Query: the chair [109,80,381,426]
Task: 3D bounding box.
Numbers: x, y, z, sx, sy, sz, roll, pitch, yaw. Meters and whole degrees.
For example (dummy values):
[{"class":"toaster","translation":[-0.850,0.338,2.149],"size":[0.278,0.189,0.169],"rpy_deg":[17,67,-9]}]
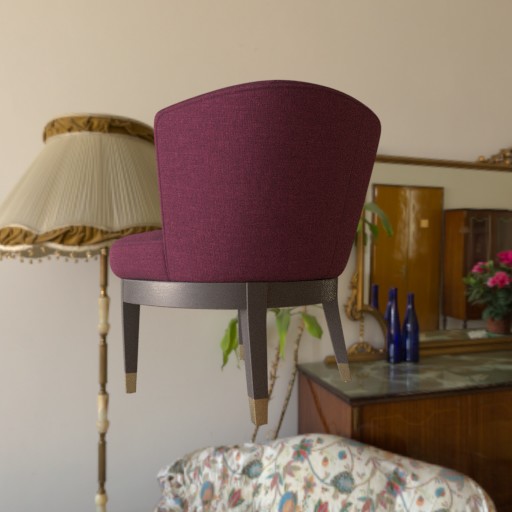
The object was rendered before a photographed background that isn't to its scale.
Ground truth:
[{"class":"chair","translation":[0.000,0.000,1.280],"size":[0.660,0.760,0.700],"rpy_deg":[0,0,37]}]
